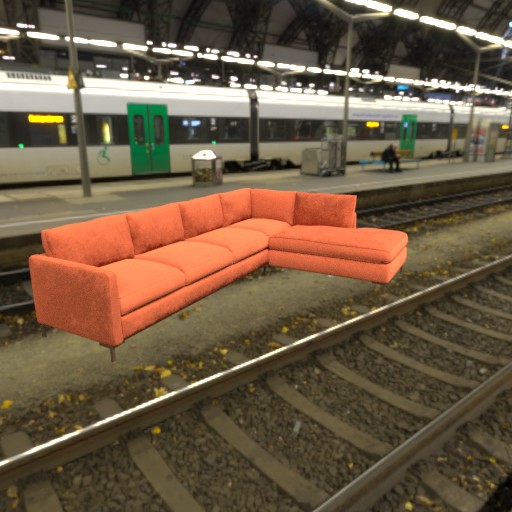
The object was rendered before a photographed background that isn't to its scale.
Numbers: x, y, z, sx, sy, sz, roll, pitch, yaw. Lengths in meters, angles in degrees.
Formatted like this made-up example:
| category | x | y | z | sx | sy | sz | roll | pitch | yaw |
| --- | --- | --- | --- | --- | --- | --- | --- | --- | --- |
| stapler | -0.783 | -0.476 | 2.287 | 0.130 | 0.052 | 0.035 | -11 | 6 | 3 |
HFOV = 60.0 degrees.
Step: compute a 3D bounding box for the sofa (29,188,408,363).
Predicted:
| category | x | y | z | sx | sy | sz | roll | pitch | yaw |
| --- | --- | --- | --- | --- | --- | --- | --- | --- | --- |
| sofa | 0.000 | 0.000 | 3.582 | 1.879 | 0.757 | 2.736 | 9 | 18 | 28 |
